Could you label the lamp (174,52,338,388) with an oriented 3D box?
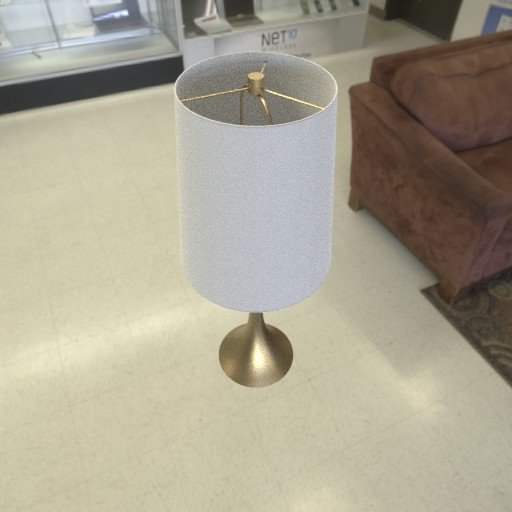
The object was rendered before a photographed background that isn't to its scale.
[{"bbox_3d":[0.000,0.000,0.690,0.231,0.569,0.231,0,46,0],"label":"lamp"}]
